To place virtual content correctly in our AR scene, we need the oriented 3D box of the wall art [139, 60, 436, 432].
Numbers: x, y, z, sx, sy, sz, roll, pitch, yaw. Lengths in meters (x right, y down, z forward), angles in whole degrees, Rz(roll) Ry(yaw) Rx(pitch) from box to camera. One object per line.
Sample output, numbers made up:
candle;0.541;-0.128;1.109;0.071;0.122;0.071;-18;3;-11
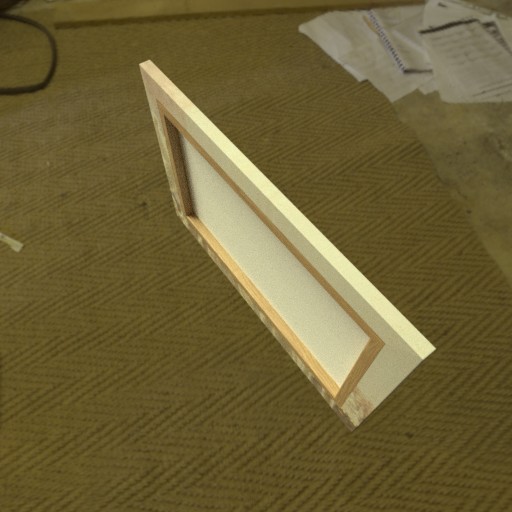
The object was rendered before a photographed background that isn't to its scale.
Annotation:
wall art;0.000;0.000;1.427;0.041;0.758;1.142;-32;64;-18
